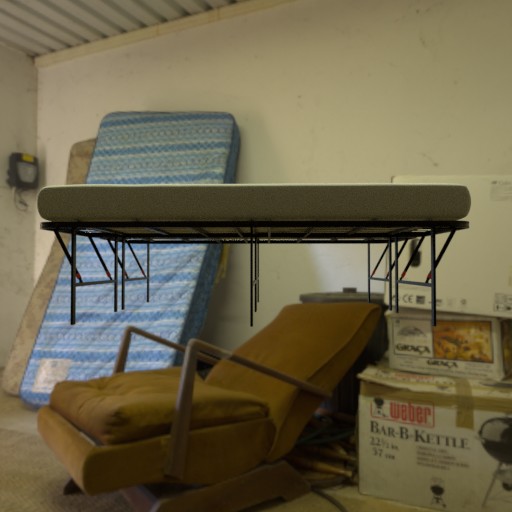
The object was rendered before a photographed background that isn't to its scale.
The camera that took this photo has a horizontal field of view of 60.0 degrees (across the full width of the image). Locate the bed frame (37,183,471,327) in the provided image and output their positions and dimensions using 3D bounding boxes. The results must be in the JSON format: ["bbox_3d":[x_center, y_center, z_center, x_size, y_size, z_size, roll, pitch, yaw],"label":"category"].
[{"bbox_3d":[0.000,0.000,2.574,1.905,0.637,1.372,0,-1,2],"label":"bed frame"}]
